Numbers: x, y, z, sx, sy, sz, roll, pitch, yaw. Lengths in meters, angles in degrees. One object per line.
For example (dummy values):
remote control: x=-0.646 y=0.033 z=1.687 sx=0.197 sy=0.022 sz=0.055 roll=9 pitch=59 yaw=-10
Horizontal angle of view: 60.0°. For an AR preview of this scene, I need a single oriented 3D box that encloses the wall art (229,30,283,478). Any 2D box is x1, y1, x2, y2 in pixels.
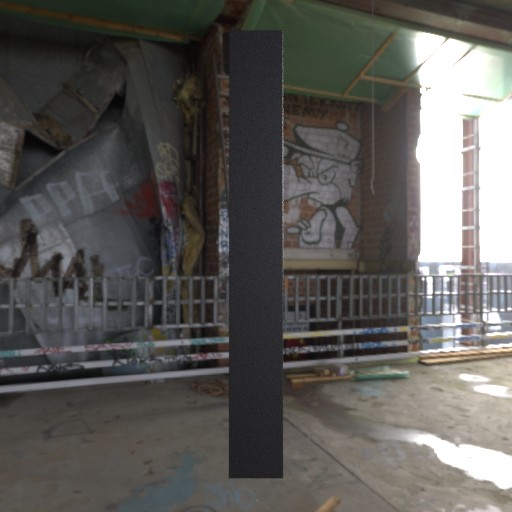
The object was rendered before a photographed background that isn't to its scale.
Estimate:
wall art: x=0.000 y=0.000 z=0.451 sx=0.037 sy=0.303 sz=0.304 roll=0 pitch=-1 yaw=0
